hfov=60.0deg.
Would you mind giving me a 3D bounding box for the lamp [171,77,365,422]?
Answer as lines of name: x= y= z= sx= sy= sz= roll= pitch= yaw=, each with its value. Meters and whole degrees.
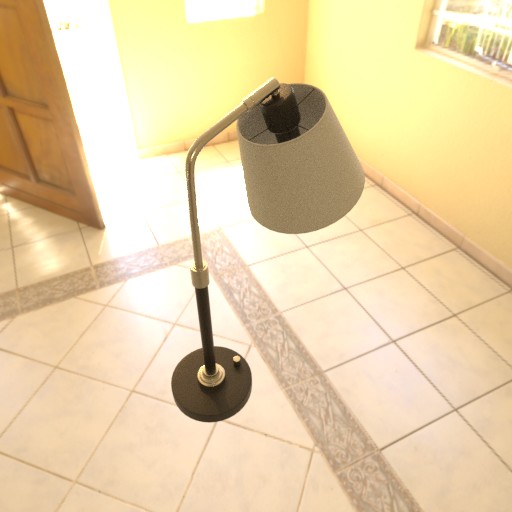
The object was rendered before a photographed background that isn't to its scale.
lamp: x=0.000 y=0.000 z=0.696 sx=0.348 sy=0.539 sz=0.181 roll=-25 pitch=47 yaw=-26
